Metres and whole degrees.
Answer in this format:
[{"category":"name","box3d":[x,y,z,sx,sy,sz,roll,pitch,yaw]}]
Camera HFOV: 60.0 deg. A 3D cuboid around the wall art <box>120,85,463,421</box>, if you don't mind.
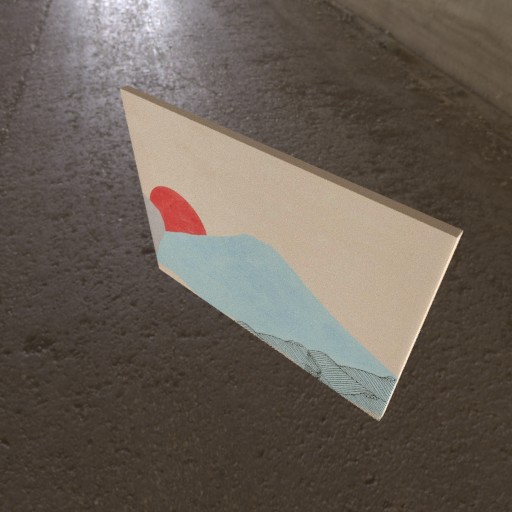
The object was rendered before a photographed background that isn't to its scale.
[{"category":"wall art","box3d":[0.000,0.000,1.608,1.219,0.912,0.042,30,52,27]}]
